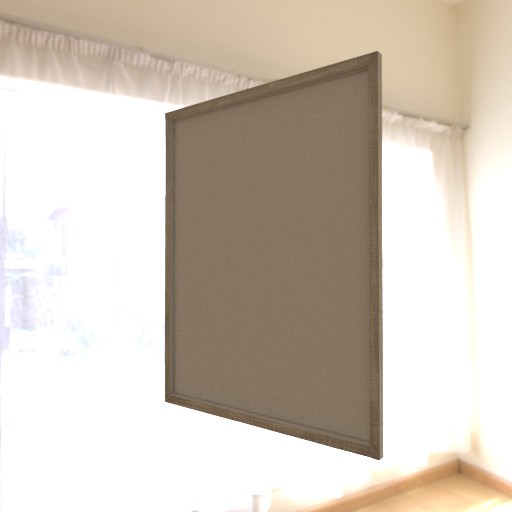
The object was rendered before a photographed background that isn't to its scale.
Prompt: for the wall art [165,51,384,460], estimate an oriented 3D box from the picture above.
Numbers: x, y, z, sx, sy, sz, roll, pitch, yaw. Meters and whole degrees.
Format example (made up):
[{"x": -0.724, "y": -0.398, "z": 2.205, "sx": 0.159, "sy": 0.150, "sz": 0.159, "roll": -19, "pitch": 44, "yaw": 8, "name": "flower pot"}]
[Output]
[{"x": 0.000, "y": 0.000, "z": 1.347, "sx": 0.781, "sy": 1.022, "sz": 0.035, "roll": -1, "pitch": -1, "yaw": 36, "name": "wall art"}]
